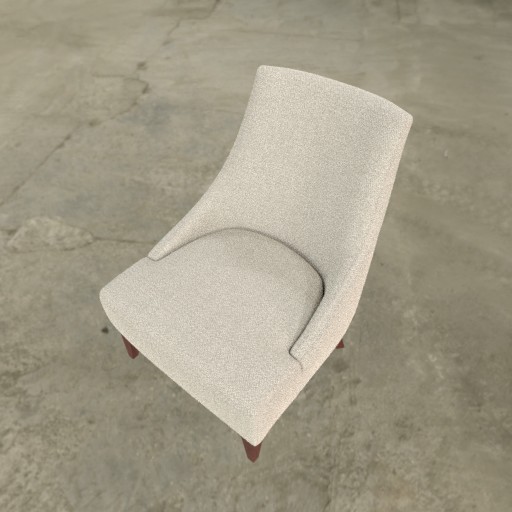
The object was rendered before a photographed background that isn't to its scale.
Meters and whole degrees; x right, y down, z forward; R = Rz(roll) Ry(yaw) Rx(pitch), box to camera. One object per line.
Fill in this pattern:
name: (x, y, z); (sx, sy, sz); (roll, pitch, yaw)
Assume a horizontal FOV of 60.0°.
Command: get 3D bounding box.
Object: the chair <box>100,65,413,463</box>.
chair: (0.000, 0.000, 1.477); (0.701, 0.909, 0.861); (30, 53, 27)
